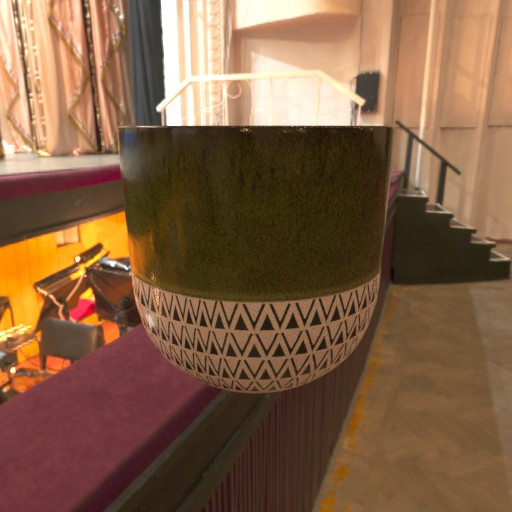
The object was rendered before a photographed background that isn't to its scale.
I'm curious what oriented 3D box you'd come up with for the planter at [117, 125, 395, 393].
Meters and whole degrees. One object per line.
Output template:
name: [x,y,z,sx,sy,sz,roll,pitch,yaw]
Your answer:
planter: [0.000,0.000,0.479,0.266,0.270,0.266,0,16,0]
